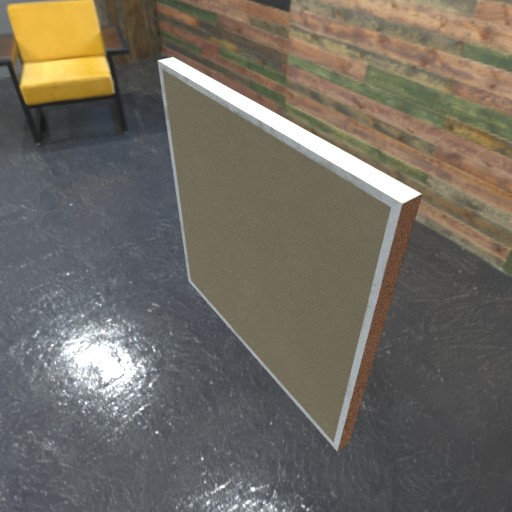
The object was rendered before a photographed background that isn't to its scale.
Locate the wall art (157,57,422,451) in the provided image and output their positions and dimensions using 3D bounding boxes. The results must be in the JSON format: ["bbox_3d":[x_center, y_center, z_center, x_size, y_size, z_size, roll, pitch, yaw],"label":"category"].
[{"bbox_3d":[0.000,0.000,0.744,0.029,0.506,0.508,-26,47,-26],"label":"wall art"}]
